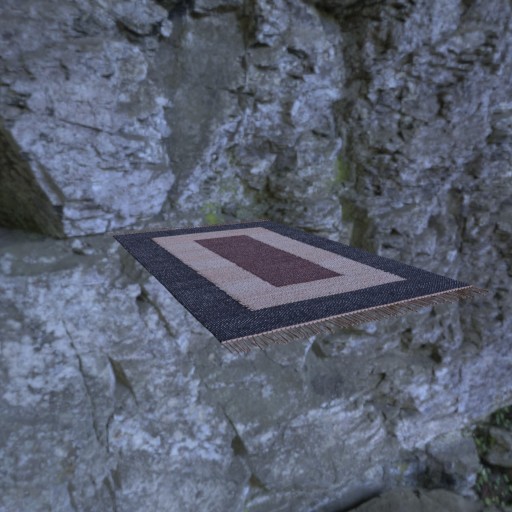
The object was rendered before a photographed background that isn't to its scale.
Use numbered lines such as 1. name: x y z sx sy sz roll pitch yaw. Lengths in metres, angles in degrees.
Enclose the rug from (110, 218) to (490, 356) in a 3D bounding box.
1. rug: 0.000 0.000 2.478 1.224 0.027 2.021 -8 17 -27
